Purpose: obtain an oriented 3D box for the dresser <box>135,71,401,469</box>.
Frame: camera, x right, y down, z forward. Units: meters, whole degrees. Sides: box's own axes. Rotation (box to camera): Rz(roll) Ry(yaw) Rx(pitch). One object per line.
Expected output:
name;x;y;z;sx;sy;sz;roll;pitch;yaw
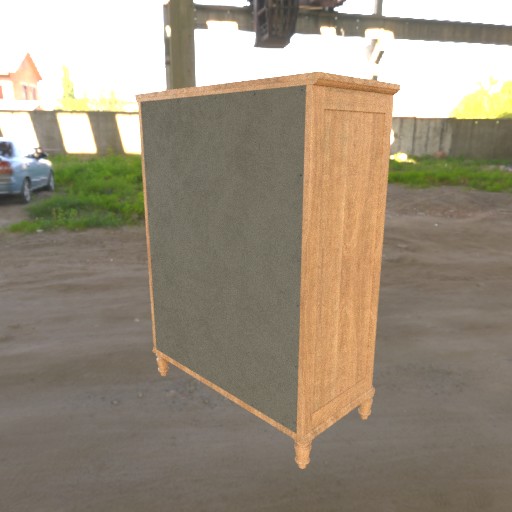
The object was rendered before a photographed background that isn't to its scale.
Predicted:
dresser;0.000;0.000;1.871;0.484;1.318;0.973;-14;21;-43
